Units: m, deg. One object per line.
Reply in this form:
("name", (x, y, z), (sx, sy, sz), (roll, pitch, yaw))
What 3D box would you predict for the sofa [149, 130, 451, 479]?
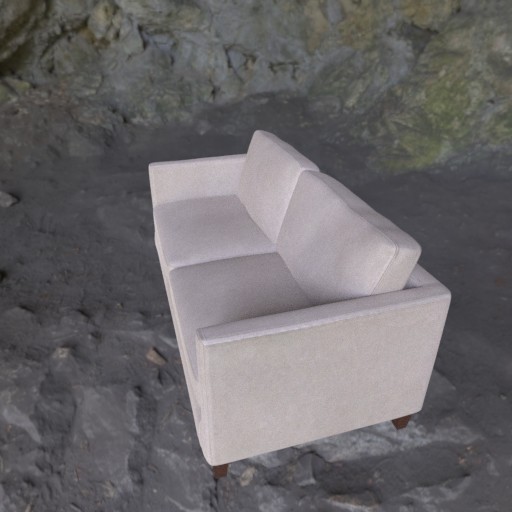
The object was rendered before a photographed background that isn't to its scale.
("sofa", (0.000, 0.000, 2.341), (0.950, 0.940, 1.846), (-8, 31, -14))
